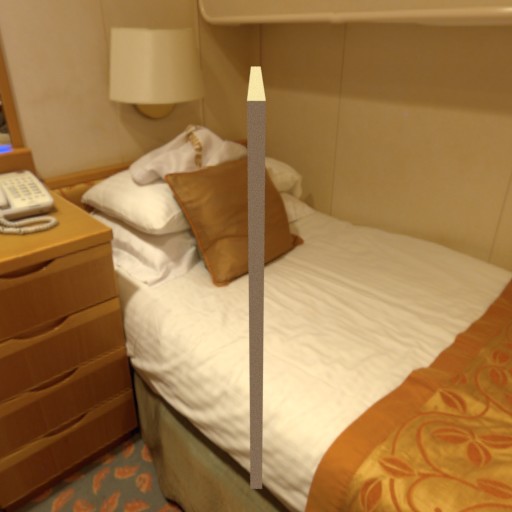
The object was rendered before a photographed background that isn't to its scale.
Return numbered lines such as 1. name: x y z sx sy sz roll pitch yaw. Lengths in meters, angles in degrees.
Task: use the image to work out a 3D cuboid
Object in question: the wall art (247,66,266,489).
1. wall art: 0.000 0.000 1.086 0.026 0.811 0.661 0 27 0
